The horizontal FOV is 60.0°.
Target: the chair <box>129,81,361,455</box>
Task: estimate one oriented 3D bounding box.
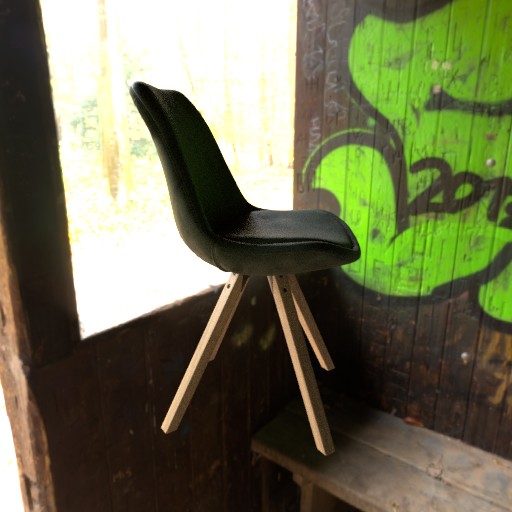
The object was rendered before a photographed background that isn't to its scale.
[{"bbox_3d":[0.000,0.000,1.192,0.547,0.865,0.483,3,16,9],"label":"chair"}]
